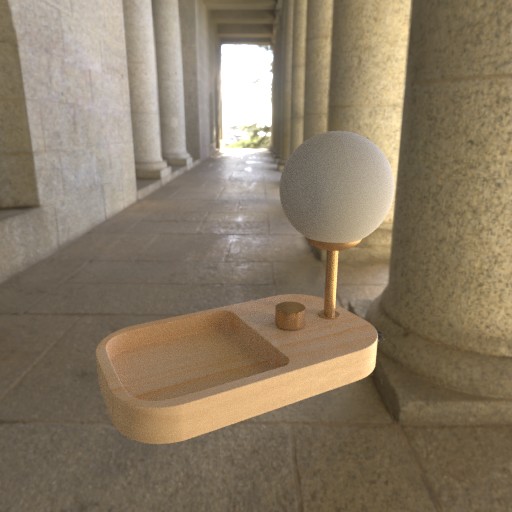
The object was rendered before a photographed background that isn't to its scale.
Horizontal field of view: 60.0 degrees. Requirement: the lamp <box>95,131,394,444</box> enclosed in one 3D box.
[{"bbox_3d":[0.000,0.000,0.467,0.331,0.253,0.173,-9,19,-27],"label":"lamp"}]
